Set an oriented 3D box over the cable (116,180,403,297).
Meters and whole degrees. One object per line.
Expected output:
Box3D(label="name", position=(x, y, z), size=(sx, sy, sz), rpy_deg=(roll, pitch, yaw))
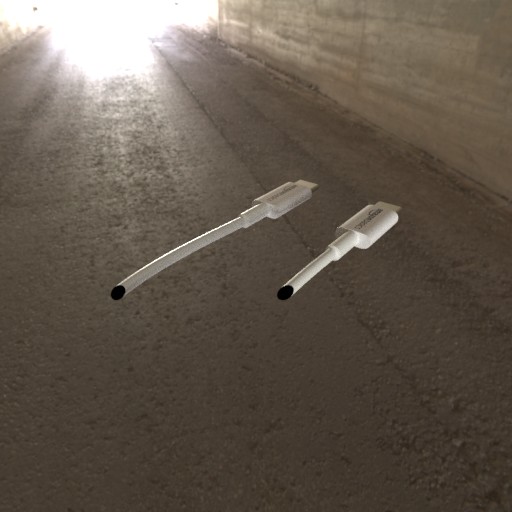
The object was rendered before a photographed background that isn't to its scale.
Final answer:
Box3D(label="cable", position=(0.000, 0.000, 0.114), size=(0.041, 0.005, 0.098), rpy_deg=(22, 38, 32))
